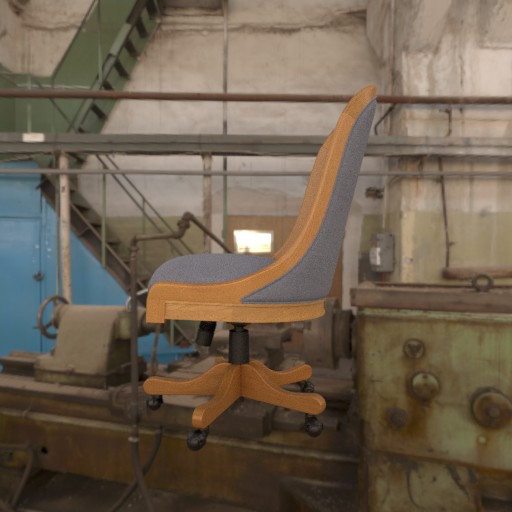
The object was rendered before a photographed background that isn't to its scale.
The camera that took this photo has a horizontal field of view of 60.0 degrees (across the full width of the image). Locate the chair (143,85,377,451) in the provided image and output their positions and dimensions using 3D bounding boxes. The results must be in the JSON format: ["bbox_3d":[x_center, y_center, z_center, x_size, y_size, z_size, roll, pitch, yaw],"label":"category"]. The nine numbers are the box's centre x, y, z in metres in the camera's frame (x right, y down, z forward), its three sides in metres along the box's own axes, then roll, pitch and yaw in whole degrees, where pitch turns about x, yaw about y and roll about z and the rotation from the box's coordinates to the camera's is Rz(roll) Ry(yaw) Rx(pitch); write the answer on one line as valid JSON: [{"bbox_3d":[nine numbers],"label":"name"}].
[{"bbox_3d":[0.000,0.000,1.447,0.735,1.031,0.605,0,1,1],"label":"chair"}]
